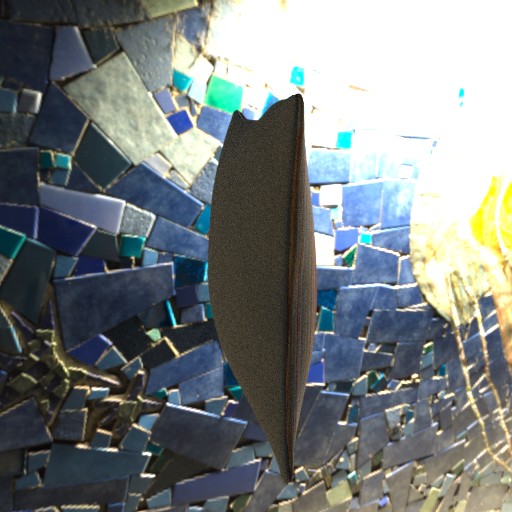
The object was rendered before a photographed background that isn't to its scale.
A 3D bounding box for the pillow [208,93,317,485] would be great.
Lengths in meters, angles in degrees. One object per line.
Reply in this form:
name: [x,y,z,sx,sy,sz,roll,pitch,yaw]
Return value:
pillow: [0.000,0.000,0.642,0.136,0.419,0.437,-3,16,-10]
